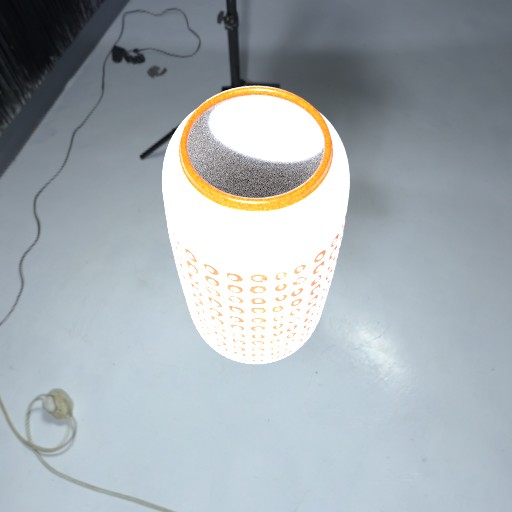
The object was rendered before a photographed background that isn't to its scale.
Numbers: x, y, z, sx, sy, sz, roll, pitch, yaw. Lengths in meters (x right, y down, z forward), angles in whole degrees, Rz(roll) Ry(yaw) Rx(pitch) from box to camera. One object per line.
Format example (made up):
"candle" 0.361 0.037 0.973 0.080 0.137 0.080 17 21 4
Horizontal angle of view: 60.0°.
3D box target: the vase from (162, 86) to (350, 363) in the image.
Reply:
"vase" 0.000 0.000 0.365 0.133 0.282 0.133 0 63 0
